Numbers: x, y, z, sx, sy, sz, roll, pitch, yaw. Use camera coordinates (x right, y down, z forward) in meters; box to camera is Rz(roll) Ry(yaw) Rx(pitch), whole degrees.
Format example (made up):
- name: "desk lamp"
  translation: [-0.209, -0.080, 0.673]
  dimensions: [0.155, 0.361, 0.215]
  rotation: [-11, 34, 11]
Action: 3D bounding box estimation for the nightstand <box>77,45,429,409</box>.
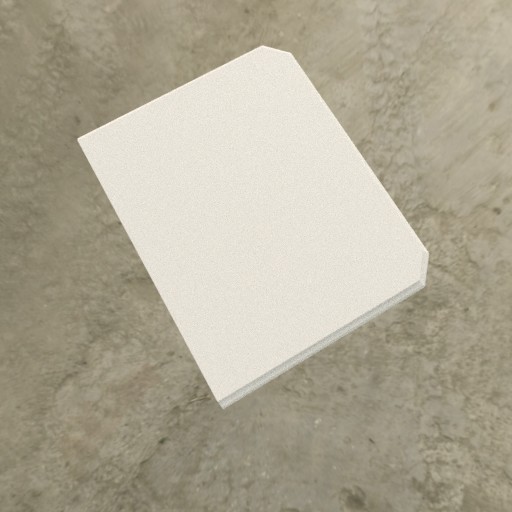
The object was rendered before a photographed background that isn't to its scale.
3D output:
- name: "nightstand"
  translation: [0.000, 0.000, 0.942]
  dimensions: [0.351, 0.681, 0.435]
  rotation: [-30, 79, -7]
